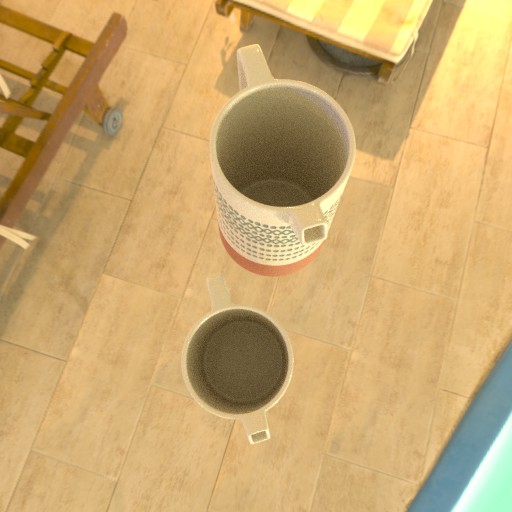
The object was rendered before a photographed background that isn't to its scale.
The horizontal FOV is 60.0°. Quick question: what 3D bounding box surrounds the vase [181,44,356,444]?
[{"bbox_3d":[0.000,0.000,0.468,0.168,0.247,0.326,23,78,5],"label":"vase"}]
